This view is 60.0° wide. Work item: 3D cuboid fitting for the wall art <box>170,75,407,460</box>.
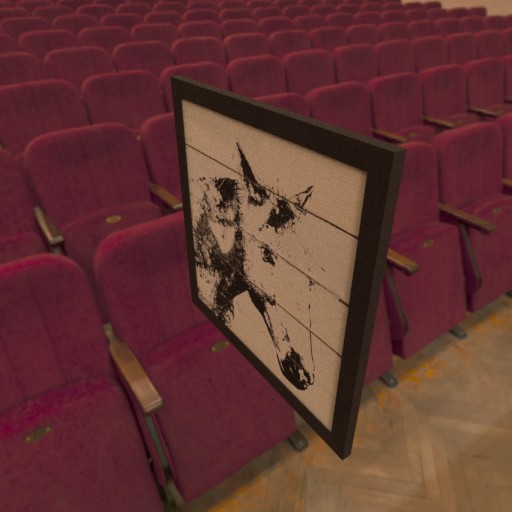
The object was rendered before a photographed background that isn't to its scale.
[{"bbox_3d":[0.000,0.000,1.515,0.038,1.016,1.016,-20,37,-29],"label":"wall art"}]
